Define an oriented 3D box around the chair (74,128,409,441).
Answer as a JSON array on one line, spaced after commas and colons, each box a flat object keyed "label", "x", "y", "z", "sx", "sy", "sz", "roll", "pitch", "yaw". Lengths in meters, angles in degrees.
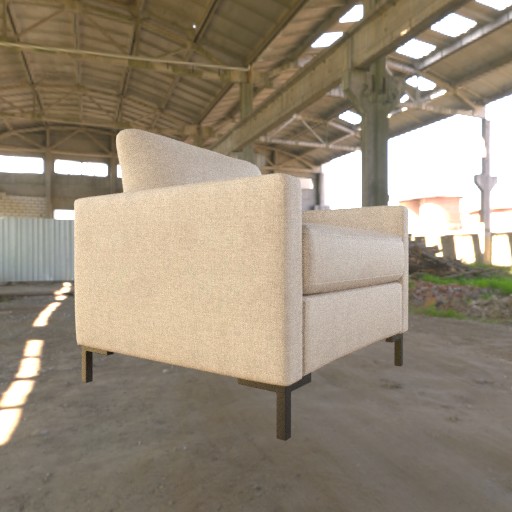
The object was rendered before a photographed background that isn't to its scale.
[{"label": "chair", "x": 0.000, "y": 0.000, "z": 1.625, "sx": 0.866, "sy": 0.861, "sz": 0.963, "roll": 0, "pitch": 0, "yaw": 36}]
